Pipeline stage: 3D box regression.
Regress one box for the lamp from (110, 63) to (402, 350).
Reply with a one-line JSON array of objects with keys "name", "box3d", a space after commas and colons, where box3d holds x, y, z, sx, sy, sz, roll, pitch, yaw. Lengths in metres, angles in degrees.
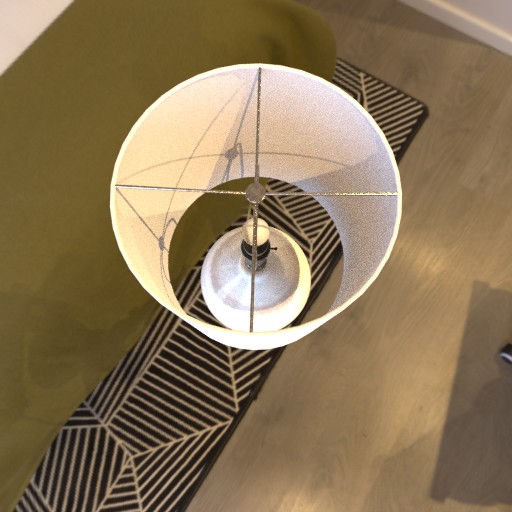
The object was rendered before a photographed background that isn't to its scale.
[{"name": "lamp", "box3d": [0.000, 0.000, 0.525, 0.217, 0.404, 0.217, 2, 76, 0]}]
